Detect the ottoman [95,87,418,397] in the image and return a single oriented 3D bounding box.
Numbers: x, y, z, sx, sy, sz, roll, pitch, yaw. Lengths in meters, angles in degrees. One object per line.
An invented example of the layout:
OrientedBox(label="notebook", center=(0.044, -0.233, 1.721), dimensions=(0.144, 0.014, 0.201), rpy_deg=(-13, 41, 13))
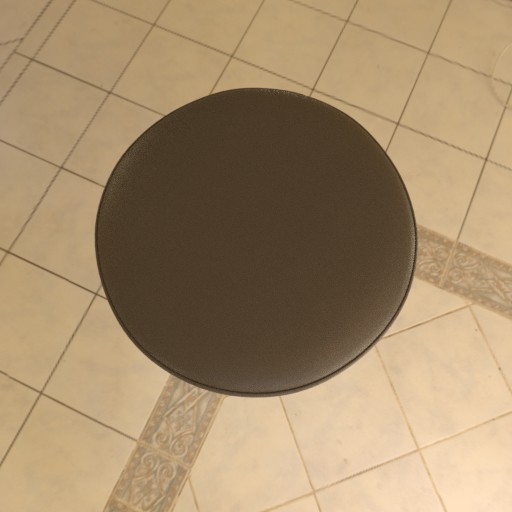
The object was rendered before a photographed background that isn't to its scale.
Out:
OrientedBox(label="ottoman", center=(0.000, 0.000, 0.843), dimensions=(0.500, 0.409, 0.500), rpy_deg=(0, 75, 0))
